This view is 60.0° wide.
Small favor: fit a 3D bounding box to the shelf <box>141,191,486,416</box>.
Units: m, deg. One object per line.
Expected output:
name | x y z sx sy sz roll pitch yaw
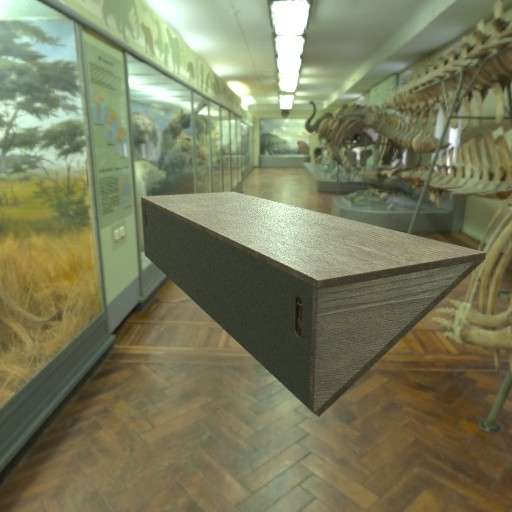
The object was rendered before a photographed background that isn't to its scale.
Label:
shelf | 0.000 0.000 0.672 0.200 0.125 0.610 -7 16 -26
